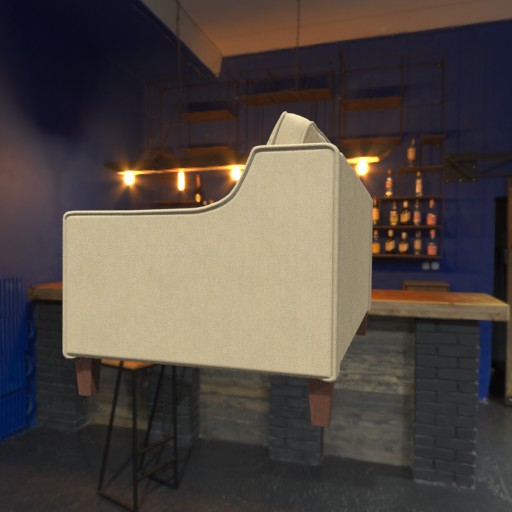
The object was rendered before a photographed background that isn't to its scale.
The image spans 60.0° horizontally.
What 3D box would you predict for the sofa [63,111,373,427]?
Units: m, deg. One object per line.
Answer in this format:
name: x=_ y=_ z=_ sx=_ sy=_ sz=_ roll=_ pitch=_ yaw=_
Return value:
sofa: x=0.000 y=0.000 z=2.117 sx=0.987 sy=0.971 sz=1.501 roll=1 pitch=2 yaw=18
